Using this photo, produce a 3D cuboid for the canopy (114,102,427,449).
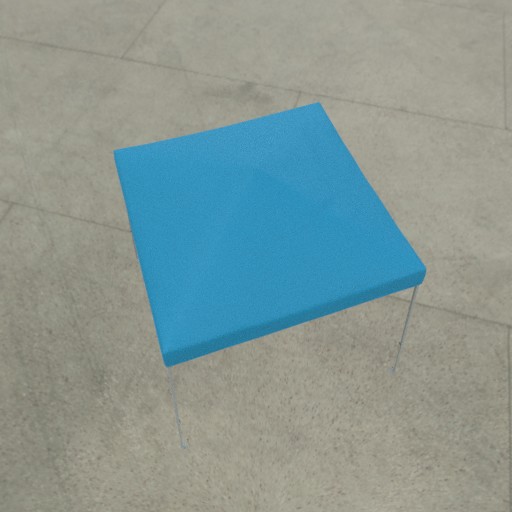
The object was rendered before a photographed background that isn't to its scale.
[{"bbox_3d":[0.000,0.000,6.329,3.600,3.600,3.599,-16,59,-10],"label":"canopy"}]
